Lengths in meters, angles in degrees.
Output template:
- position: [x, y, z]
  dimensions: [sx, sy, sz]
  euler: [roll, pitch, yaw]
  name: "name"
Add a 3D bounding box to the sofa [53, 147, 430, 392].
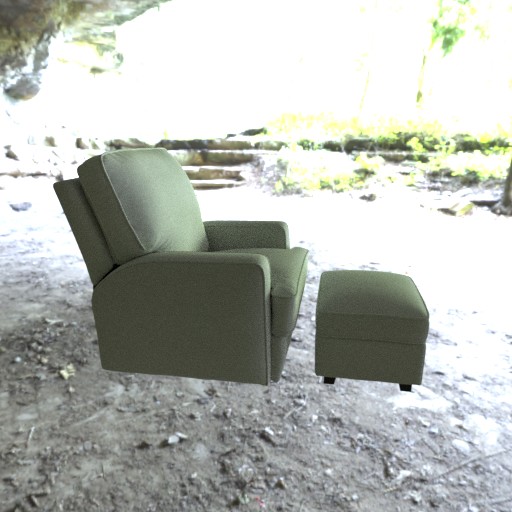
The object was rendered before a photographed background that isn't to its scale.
- position: [0.000, 0.000, 2.034]
  dimensions: [1.472, 0.959, 0.861]
  euler: [3, 16, 10]
  name: "sofa"
